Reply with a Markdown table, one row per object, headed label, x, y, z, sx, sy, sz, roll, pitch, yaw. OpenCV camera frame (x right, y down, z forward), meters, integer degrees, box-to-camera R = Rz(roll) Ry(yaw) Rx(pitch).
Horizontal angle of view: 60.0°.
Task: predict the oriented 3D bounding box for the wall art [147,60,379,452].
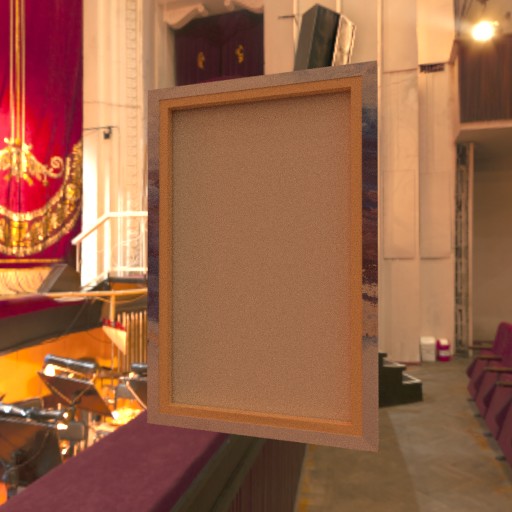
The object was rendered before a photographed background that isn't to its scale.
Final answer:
| label | x | y | z | sx | sy | sz | roll | pitch | yaw |
| --- | --- | --- | --- | --- | --- | --- | --- | --- | --- |
| wall art | 0.000 | 0.000 | 1.100 | 0.583 | 0.874 | 0.048 | 0 | 0 | 18 |
